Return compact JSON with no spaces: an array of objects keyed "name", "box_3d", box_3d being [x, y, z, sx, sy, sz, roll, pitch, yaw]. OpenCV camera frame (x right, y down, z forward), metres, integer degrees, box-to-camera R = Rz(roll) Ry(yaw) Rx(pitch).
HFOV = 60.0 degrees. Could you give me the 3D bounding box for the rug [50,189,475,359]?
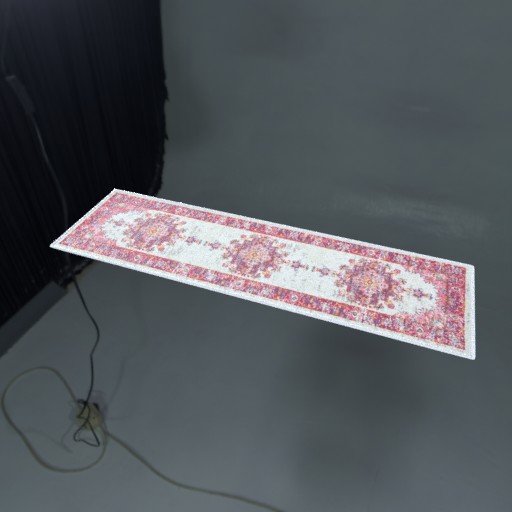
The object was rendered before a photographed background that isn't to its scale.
[{"name":"rug","box_3d":[0.000,0.000,2.484,2.294,0.011,0.666,13,42,15]}]
